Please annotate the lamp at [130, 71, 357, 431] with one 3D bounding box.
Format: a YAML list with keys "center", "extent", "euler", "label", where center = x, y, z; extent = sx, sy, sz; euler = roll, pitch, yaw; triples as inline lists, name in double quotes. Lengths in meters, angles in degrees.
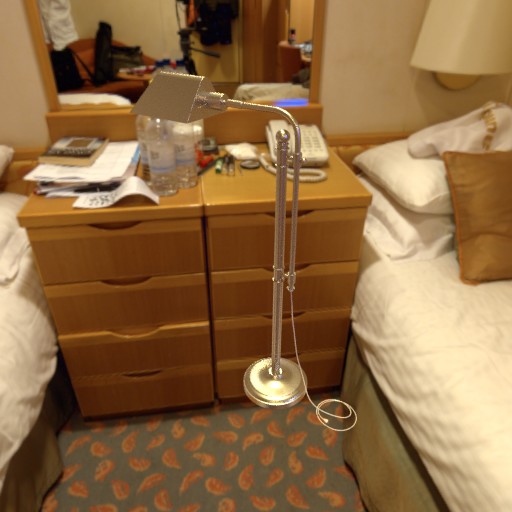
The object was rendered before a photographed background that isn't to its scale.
- center: [0.000, 0.000, 0.961]
  extent: [0.546, 0.708, 0.159]
  euler: [20, 36, 30]
  label: "lamp"
